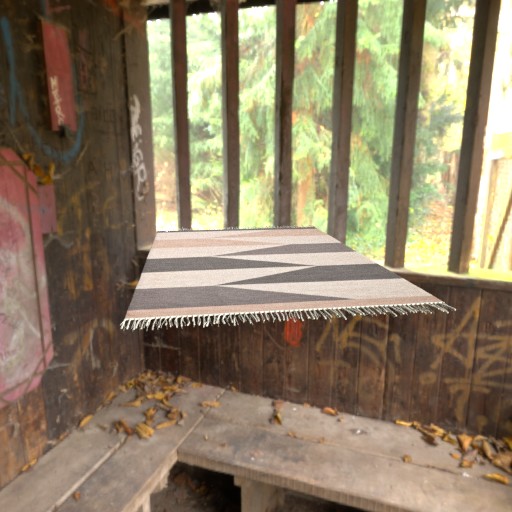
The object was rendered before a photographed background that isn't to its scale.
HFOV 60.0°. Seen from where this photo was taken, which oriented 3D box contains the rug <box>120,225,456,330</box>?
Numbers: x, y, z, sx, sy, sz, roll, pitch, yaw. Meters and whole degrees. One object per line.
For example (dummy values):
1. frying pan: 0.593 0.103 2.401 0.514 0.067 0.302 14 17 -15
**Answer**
1. rug: 0.000 0.000 2.532 1.224 0.027 2.021 -2 13 -8
